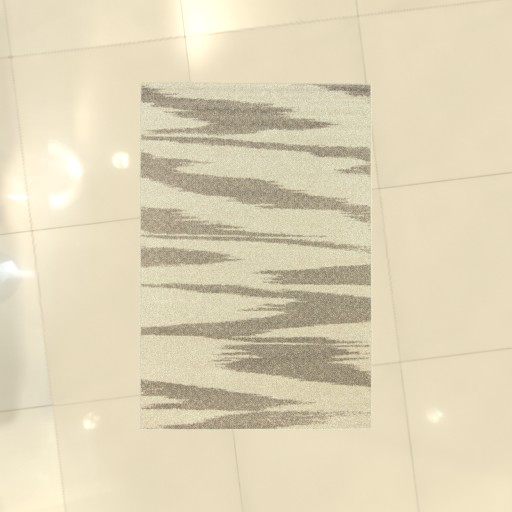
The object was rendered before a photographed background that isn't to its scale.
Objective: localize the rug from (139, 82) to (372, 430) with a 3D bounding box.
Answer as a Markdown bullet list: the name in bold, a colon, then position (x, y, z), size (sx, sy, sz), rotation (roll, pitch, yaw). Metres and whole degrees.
- **rug**: position (0.000, 0.000, 2.330), size (1.225, 0.008, 1.827), rotation (0, 90, 0)
